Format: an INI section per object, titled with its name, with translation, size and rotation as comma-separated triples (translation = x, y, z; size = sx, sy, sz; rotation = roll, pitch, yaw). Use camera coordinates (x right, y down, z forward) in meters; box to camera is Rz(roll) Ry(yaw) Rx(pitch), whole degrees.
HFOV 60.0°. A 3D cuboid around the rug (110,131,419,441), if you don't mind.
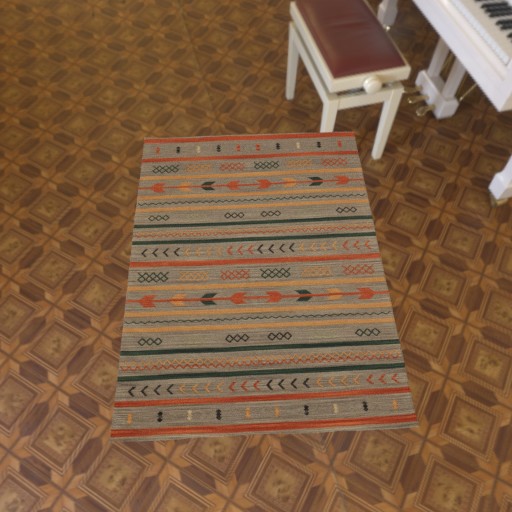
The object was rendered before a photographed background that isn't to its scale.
[rug]
translation = 0.000, 0.000, 3.993
size = 2.263, 0.022, 3.029
rotation = -2, 60, -1
